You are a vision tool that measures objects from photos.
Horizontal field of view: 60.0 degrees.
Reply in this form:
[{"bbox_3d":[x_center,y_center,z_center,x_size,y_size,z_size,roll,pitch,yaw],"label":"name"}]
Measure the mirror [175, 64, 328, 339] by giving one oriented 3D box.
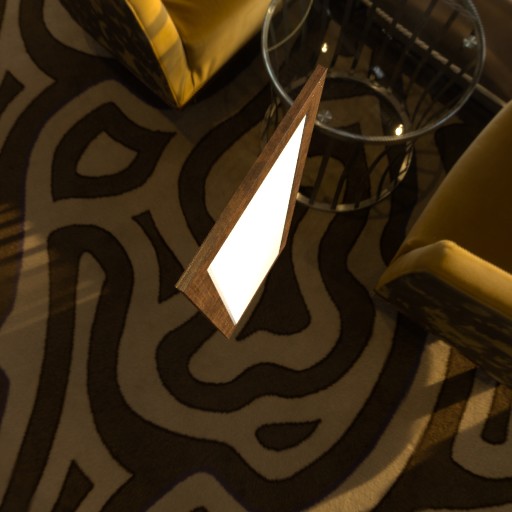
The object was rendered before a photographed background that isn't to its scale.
[{"bbox_3d":[0.000,0.000,2.271,0.032,2.031,0.812,30,78,7],"label":"mirror"}]
